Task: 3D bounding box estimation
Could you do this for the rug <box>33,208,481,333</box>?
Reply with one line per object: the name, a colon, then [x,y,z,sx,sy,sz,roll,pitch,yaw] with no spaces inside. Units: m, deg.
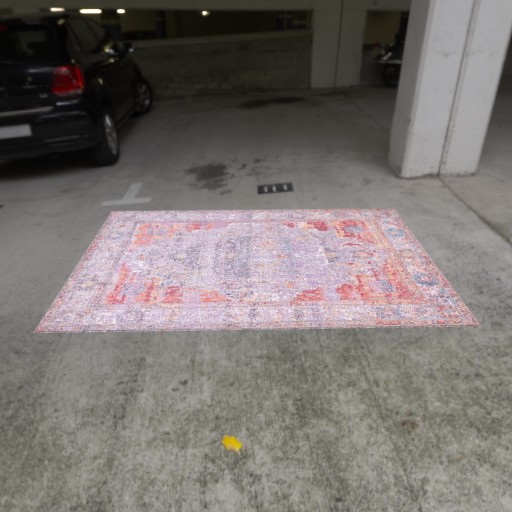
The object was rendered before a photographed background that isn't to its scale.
rug: [0.000,0.000,2.340,1.829,0.005,1.219,-1,29,-1]
